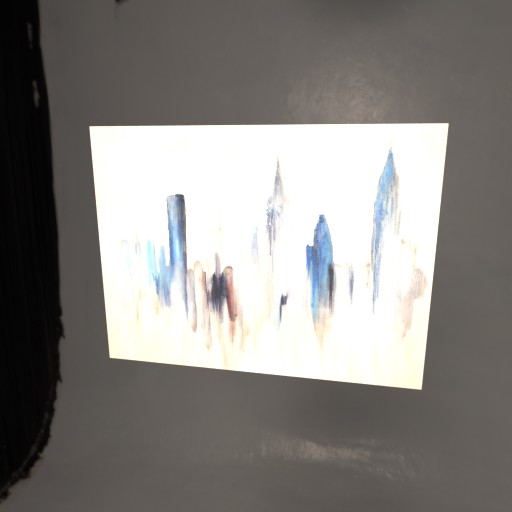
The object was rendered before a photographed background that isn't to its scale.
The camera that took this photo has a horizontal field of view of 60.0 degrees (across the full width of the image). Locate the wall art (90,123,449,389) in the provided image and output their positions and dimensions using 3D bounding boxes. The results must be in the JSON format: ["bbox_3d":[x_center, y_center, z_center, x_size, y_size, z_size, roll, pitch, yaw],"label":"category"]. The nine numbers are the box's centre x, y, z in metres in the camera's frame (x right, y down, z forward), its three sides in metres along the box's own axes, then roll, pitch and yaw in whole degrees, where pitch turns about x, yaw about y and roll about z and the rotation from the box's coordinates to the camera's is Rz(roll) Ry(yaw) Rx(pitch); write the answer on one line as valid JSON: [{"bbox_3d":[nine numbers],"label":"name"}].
[{"bbox_3d":[0.000,0.000,1.347,1.016,0.762,0.038,3,14,11],"label":"wall art"}]
